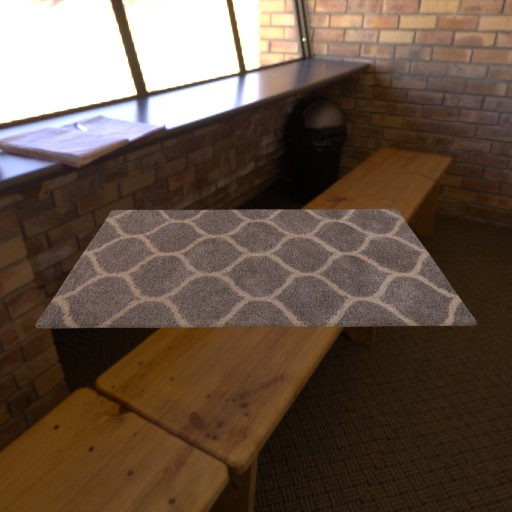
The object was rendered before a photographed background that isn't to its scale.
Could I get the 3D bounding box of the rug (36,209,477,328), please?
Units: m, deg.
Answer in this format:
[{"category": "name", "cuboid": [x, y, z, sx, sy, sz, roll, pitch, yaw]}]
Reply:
[{"category": "rug", "cuboid": [0.000, 0.000, 2.993, 2.348, 0.025, 1.501, 0, 30, 0]}]
